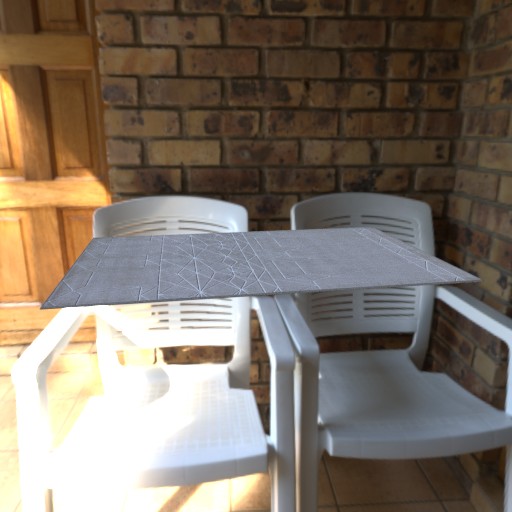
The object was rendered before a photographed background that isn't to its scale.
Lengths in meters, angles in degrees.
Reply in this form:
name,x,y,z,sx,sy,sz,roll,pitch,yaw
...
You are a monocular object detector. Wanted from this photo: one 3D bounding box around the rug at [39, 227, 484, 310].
name,x,y,z,sx,sy,sz,roll,pitch,yaw
rug,0.000,0.000,3.112,2.438,0.012,1.524,-3,16,-10
